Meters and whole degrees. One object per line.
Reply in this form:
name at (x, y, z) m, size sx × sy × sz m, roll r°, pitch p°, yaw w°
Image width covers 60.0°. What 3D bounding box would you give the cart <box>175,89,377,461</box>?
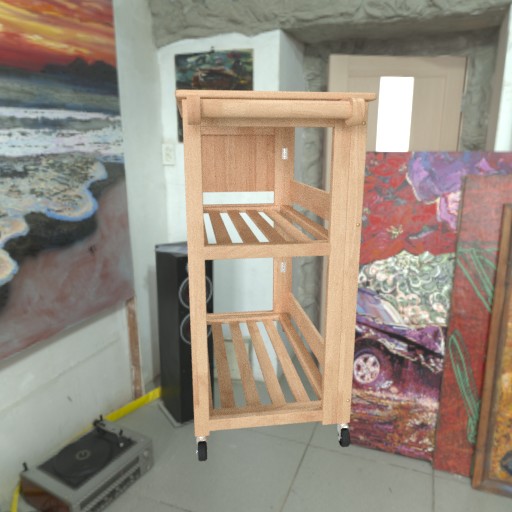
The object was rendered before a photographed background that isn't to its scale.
cart at (0.000, 0.000, 1.358) m, size 0.432 × 0.879 × 0.853 m, roll -2°, pitch 14°, yaw -8°
